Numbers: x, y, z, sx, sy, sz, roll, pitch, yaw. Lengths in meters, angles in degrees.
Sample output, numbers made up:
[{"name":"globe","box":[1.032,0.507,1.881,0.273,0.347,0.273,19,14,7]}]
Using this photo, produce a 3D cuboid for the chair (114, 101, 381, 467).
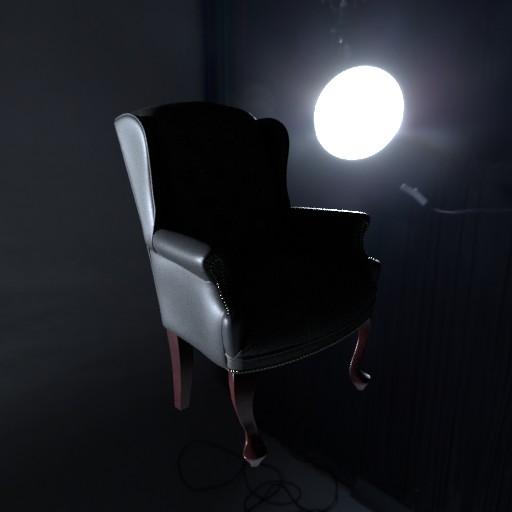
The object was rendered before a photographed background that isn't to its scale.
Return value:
[{"name":"chair","box":[0.000,0.000,1.646,0.838,1.111,0.762,-15,21,-43]}]
